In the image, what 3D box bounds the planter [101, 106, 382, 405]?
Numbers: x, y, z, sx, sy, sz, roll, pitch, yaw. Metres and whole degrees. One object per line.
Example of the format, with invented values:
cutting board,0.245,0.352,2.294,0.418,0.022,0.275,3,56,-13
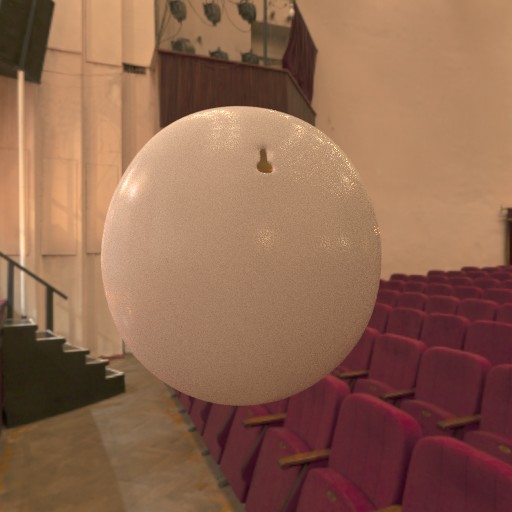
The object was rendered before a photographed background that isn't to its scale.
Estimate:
planter,0.000,0.000,0.280,0.185,0.188,0.043,0,0,-19
